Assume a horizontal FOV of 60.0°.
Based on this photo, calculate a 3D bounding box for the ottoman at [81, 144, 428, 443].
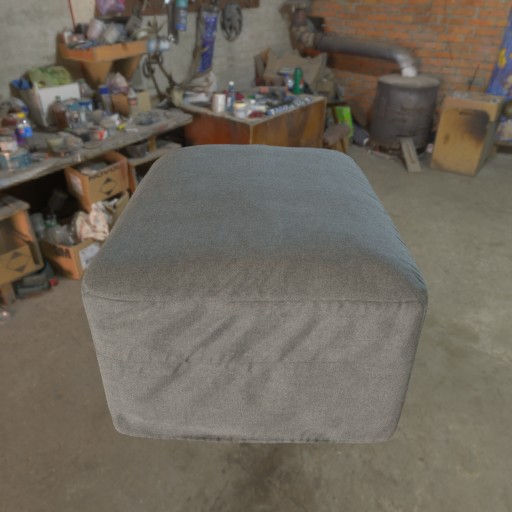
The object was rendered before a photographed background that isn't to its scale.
[{"bbox_3d":[0.000,0.000,1.221,0.683,0.481,0.837,0,31,0],"label":"ottoman"}]
